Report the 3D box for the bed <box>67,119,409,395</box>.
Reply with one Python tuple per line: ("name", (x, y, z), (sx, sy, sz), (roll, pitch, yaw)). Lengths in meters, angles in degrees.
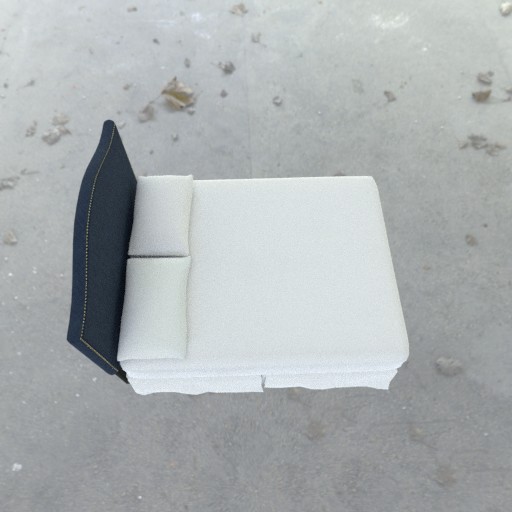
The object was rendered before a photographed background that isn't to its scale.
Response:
("bed", (0.000, 0.000, 3.299), (2.153, 1.518, 1.725), (-2, 62, -1))
